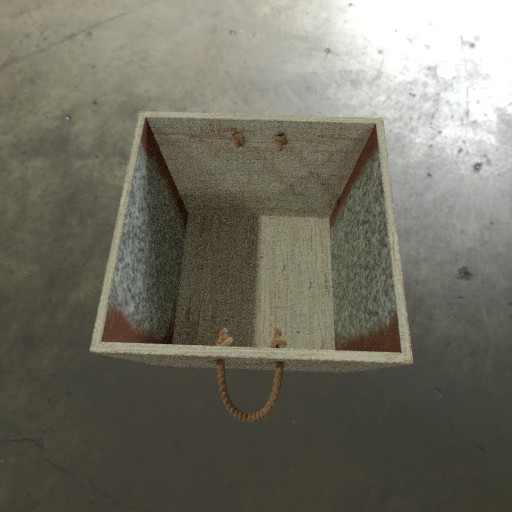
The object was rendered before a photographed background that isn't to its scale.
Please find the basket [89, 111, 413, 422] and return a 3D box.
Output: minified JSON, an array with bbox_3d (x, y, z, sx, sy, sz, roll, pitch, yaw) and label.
[{"bbox_3d":[0.000,0.000,0.766,0.413,0.247,0.545,2,63,1],"label":"basket"}]
